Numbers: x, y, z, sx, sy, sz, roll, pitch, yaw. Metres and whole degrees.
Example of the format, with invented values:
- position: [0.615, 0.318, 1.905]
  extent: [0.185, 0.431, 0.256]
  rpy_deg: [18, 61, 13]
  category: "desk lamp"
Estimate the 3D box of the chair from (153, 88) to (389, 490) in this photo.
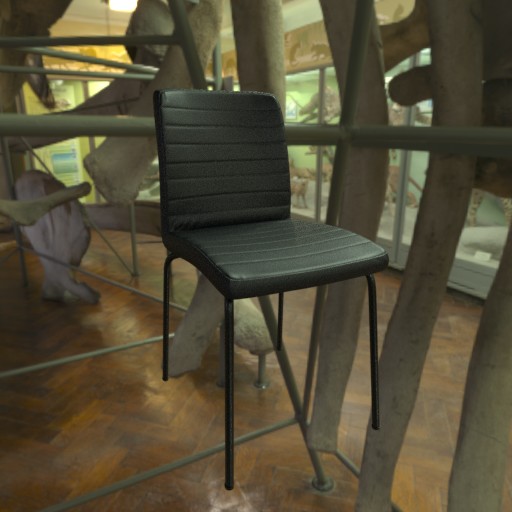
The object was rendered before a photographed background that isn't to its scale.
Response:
- position: [0.000, 0.000, 1.192]
  extent: [0.450, 0.872, 0.572]
  rpy_deg: [-9, 18, -27]
  category: "chair"
